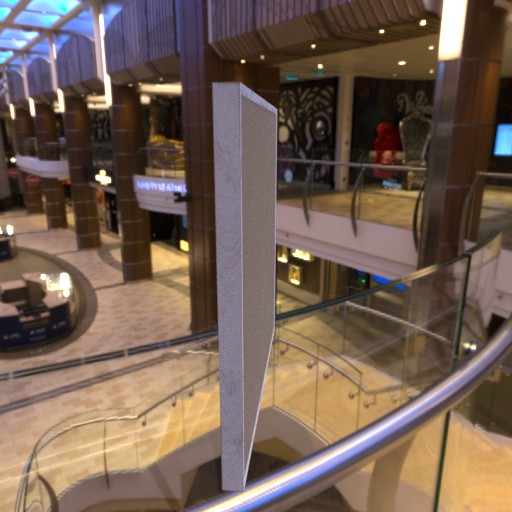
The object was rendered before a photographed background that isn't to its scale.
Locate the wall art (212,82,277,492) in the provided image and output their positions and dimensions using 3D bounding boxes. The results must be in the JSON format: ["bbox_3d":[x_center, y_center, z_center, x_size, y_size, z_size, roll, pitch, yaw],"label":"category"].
[{"bbox_3d":[0.000,0.000,0.761,0.029,0.506,0.508,2,15,7],"label":"wall art"}]
